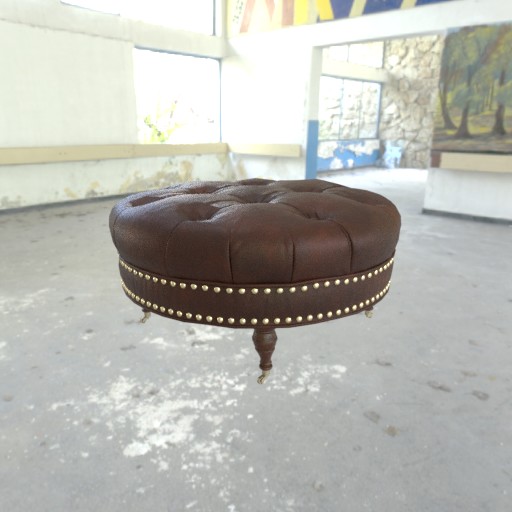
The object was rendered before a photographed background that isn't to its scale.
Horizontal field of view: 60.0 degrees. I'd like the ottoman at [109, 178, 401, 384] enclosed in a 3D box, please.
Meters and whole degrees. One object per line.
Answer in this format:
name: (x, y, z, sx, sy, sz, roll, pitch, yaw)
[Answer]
ottoman: (0.000, 0.000, 1.441, 0.901, 0.455, 0.901, 0, 16, 0)
